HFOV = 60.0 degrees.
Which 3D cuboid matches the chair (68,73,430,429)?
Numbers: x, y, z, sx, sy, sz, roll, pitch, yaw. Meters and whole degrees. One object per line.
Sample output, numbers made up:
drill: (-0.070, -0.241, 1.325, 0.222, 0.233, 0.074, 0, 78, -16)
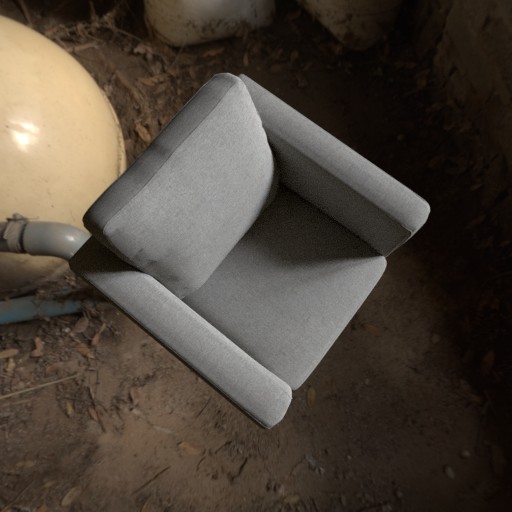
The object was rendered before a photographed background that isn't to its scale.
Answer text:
chair: (0.000, 0.000, 1.569, 0.800, 0.927, 0.855, 37, 79, 9)
